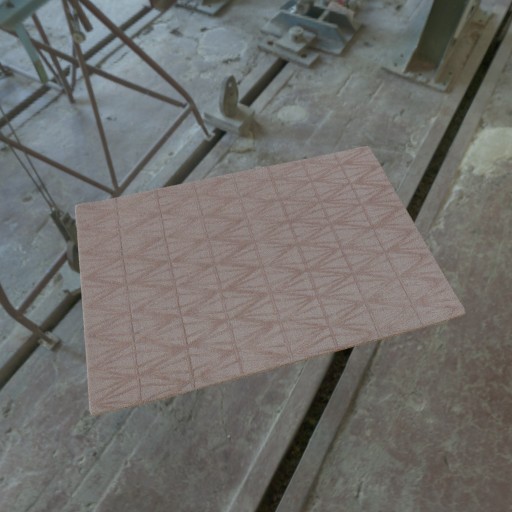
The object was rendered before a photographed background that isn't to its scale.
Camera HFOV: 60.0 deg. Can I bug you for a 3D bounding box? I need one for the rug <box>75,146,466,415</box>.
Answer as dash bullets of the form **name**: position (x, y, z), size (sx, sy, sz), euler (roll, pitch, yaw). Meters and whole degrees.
- **rug**: position (0.000, 0.000, 2.376), size (1.837, 0.025, 1.230), euler (-13, 59, -8)
